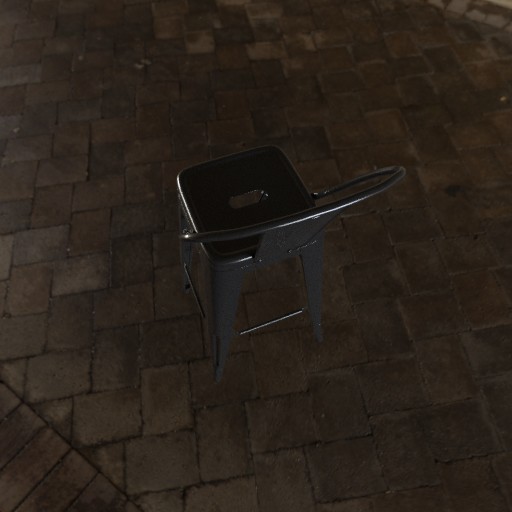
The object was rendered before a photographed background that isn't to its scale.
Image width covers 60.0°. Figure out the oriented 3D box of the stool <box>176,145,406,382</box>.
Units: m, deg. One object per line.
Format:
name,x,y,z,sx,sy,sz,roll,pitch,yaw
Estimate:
stool,0.000,0.000,1.252,0.432,1.022,0.528,-19,59,-11
